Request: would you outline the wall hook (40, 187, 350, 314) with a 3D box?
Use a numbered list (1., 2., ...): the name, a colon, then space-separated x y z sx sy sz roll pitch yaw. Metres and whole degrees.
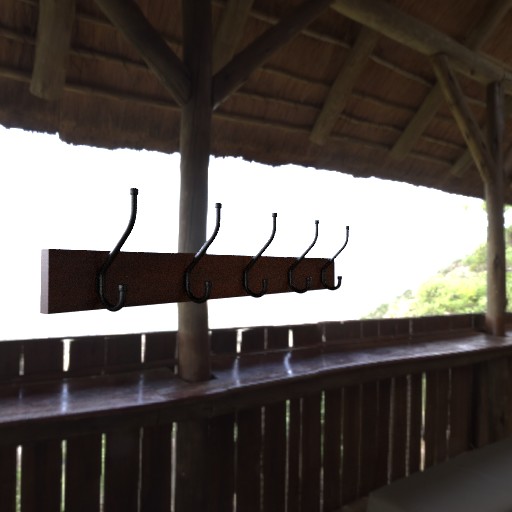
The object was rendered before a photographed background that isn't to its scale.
1. wall hook: 0.000 0.000 0.616 0.071 0.117 0.571 -1 -2 36
